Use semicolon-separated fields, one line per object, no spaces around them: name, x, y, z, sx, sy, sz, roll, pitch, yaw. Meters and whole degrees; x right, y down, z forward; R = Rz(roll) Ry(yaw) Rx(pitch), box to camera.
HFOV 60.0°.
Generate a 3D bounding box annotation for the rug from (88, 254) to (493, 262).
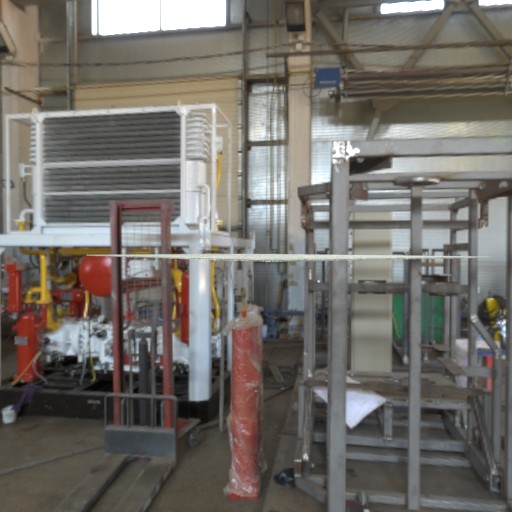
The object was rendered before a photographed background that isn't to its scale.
rug;0.000;0.000;2.884;1.521;0.006;2.283;-1;1;-36
